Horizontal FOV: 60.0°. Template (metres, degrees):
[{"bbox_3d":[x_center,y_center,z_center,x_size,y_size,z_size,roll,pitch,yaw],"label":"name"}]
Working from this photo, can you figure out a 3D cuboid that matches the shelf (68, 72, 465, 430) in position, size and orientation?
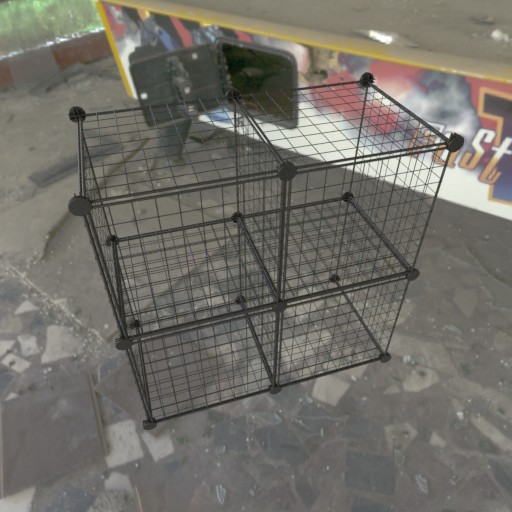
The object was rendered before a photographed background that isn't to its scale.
[{"bbox_3d":[0.000,0.000,1.107,0.711,0.711,0.356,-12,43,-13],"label":"shelf"}]
